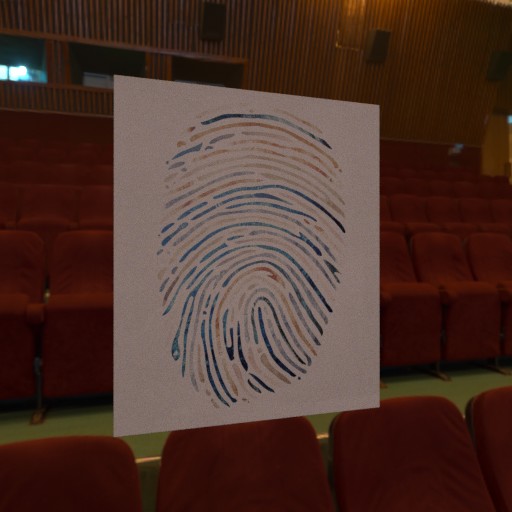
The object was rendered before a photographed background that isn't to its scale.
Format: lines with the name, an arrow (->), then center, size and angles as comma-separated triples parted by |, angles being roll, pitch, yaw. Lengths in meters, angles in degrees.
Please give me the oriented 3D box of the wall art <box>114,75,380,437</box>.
wall art -> 0.000, 0.000, 0.831 | 0.508, 0.606, 0.037 | 0, 0, -17
